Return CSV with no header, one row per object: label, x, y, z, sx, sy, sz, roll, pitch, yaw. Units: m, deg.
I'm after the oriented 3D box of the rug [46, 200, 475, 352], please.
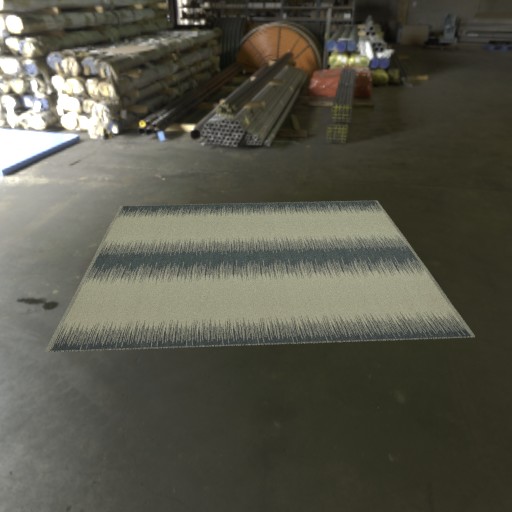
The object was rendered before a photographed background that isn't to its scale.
rug,0.000,0.000,4.157,3.037,0.004,2.453,-1,30,-3
